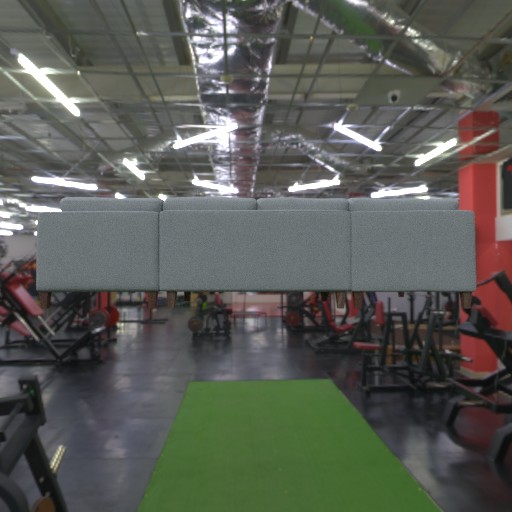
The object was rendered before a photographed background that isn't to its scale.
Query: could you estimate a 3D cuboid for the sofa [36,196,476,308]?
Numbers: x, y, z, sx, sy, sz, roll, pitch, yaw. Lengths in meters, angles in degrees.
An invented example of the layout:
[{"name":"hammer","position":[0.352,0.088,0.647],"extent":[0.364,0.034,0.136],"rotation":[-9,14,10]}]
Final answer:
[{"name":"sofa","position":[0.000,0.000,4.464],"extent":[3.238,0.853,2.551],"rotation":[0,-2,0]}]
